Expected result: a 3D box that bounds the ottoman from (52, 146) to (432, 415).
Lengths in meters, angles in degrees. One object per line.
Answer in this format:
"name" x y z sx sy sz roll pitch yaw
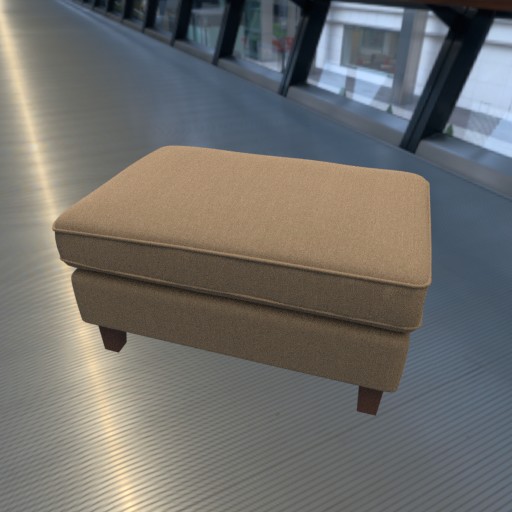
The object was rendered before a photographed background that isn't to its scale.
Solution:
"ottoman" 0.000 0.000 1.351 0.945 0.521 0.636 9 33 15
